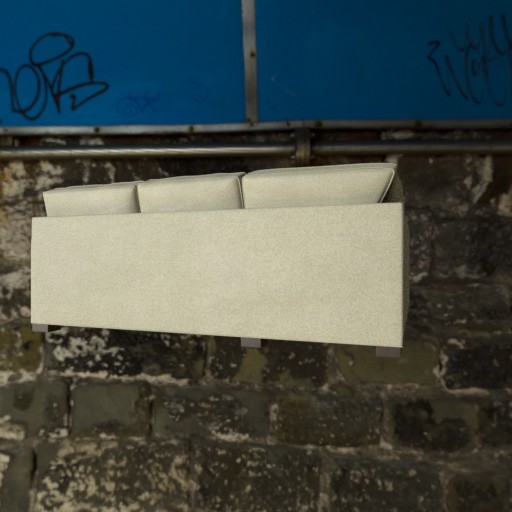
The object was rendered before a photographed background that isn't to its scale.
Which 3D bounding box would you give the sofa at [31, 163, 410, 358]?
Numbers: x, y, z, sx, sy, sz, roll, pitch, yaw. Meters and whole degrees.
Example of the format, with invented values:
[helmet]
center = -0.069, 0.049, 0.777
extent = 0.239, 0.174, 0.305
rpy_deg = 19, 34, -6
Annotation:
[sofa]
center = 0.000, 0.000, 3.375
extent = 2.211, 0.936, 2.188
rpy_deg = 0, 0, 19
